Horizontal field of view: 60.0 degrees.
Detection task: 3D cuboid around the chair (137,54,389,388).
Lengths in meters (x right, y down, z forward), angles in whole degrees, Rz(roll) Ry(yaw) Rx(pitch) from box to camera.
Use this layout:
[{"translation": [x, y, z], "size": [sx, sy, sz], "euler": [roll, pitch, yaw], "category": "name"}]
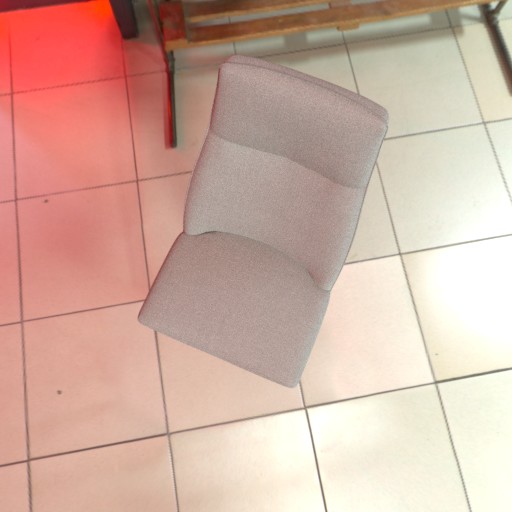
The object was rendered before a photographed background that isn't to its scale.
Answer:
[{"translation": [0.000, 0.000, 1.296], "size": [0.500, 0.930, 0.620], "euler": [22, 77, 5], "category": "chair"}]
